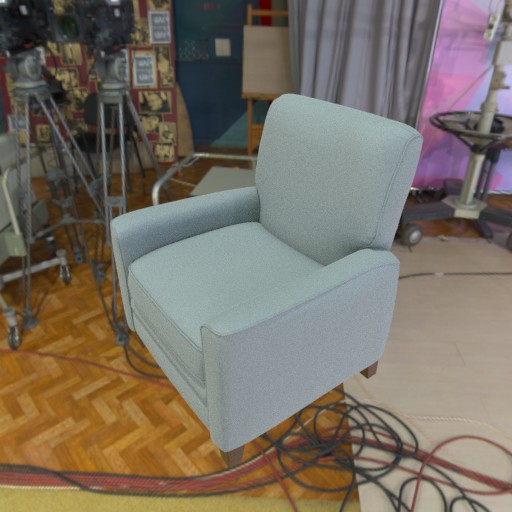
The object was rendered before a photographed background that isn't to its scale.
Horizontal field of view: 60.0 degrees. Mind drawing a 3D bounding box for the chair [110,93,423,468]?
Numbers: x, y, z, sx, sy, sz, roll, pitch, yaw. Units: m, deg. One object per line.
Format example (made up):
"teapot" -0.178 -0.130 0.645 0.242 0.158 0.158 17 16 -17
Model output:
"chair" 0.000 0.000 1.657 0.846 1.007 0.853 -21 37 -30
